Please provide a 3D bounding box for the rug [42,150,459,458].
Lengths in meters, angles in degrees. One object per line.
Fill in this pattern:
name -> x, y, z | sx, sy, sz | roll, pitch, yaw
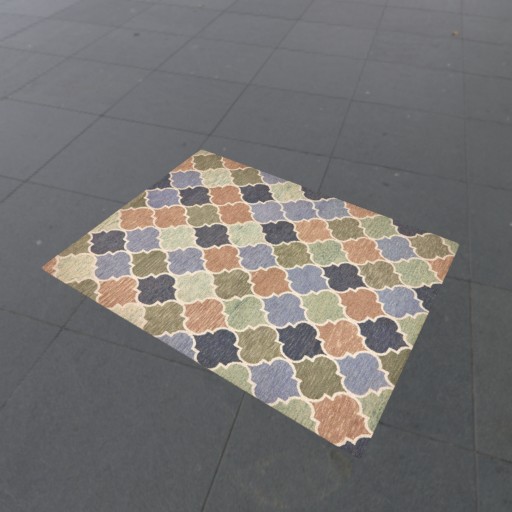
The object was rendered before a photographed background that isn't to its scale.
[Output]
rug -> 0.000, 0.000, 4.243 | 3.200, 0.013, 2.439 | 24, 50, 22
